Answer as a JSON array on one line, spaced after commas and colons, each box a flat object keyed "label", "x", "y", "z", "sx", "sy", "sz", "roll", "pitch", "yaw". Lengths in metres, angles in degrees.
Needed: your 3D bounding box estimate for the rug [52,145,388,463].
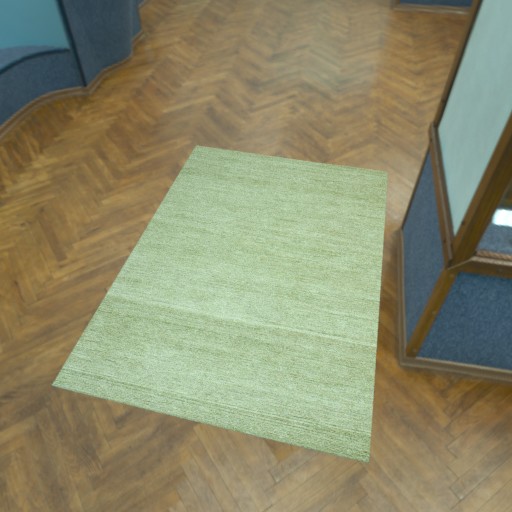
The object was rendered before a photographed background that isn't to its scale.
[{"label": "rug", "x": 0.000, "y": 0.000, "z": 2.895, "sx": 1.606, "sy": 0.017, "sz": 2.270, "roll": 10, "pitch": 48, "yaw": 9}]
